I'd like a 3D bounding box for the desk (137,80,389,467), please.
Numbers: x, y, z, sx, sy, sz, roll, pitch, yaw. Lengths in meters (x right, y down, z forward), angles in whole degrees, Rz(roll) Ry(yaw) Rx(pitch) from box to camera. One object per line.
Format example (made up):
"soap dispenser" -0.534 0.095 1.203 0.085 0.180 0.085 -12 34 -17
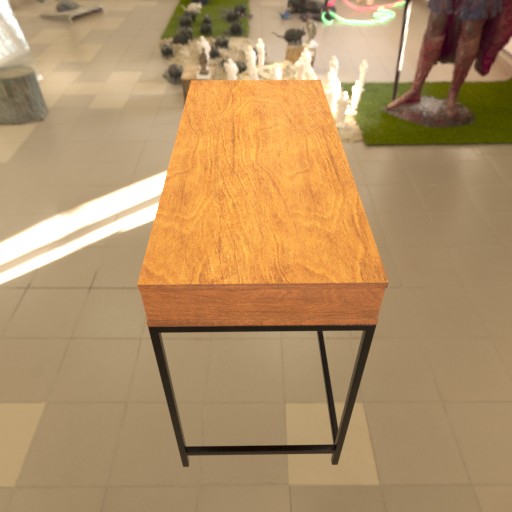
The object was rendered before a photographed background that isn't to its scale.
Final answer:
"desk" 0.000 0.000 1.437 0.470 0.762 1.016 -1 41 -1
